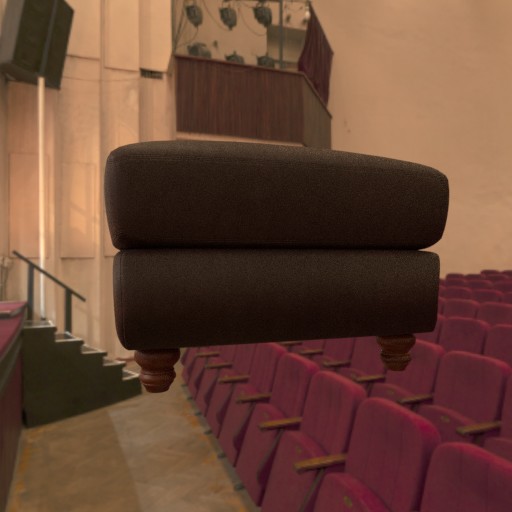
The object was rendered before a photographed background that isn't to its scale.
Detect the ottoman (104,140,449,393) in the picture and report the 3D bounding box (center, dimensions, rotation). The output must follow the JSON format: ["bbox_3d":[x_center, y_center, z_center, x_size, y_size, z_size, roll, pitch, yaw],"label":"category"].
[{"bbox_3d":[0.000,0.000,1.254,0.806,0.569,0.670,0,0,-17],"label":"ottoman"}]
